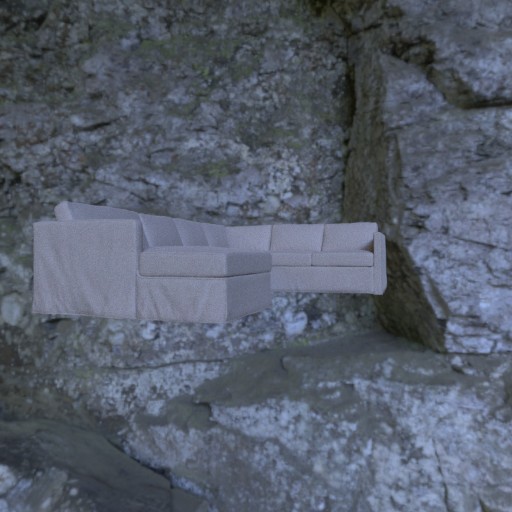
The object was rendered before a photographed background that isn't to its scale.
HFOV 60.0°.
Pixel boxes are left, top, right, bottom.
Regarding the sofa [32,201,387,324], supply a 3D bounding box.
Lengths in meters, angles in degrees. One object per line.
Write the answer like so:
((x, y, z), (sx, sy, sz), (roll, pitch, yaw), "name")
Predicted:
((0.000, 0.000, 4.625), (2.476, 0.878, 3.528), (0, 0, 19), "sofa")
